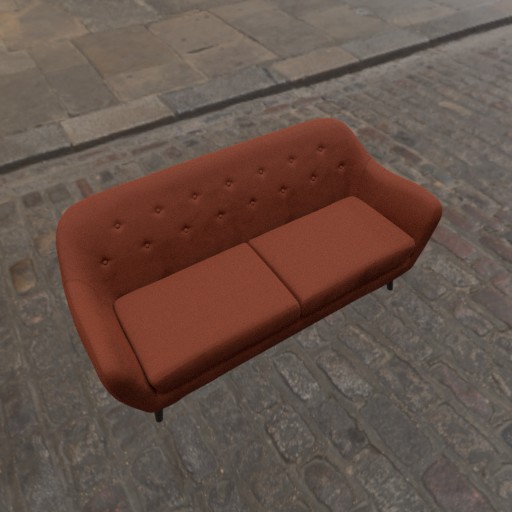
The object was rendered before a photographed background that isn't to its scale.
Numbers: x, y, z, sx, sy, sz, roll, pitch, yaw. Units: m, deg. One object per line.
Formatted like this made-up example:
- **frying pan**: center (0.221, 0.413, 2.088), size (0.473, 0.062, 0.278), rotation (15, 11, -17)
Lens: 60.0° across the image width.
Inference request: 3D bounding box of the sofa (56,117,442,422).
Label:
- **sofa**: center (0.000, 0.000, 2.302), size (1.840, 0.836, 0.820), rotation (-25, 51, -22)
